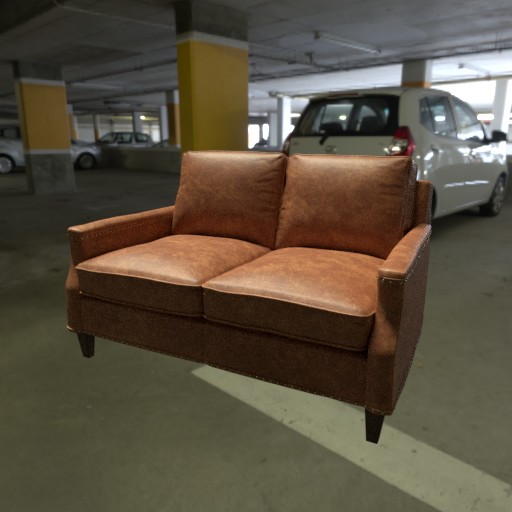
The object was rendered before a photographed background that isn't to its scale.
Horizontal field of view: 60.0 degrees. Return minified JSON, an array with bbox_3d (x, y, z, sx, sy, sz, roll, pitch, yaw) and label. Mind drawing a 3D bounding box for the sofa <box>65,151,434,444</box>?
[{"bbox_3d":[0.000,0.000,2.229,1.597,1.003,1.084,7,17,26],"label":"sofa"}]
